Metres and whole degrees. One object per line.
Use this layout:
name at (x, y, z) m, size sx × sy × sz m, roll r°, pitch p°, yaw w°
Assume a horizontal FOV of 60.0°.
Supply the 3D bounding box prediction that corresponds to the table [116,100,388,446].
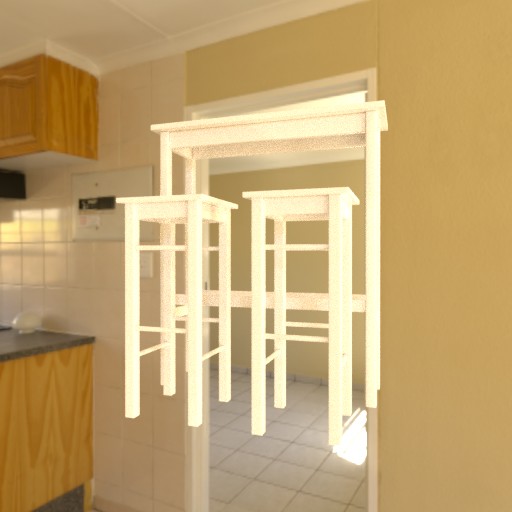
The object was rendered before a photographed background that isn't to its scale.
table at (0.000, 0.000, 1.645) m, size 0.915 × 1.065 × 0.650 m, roll 0°, pitch 0°, yaw 18°
